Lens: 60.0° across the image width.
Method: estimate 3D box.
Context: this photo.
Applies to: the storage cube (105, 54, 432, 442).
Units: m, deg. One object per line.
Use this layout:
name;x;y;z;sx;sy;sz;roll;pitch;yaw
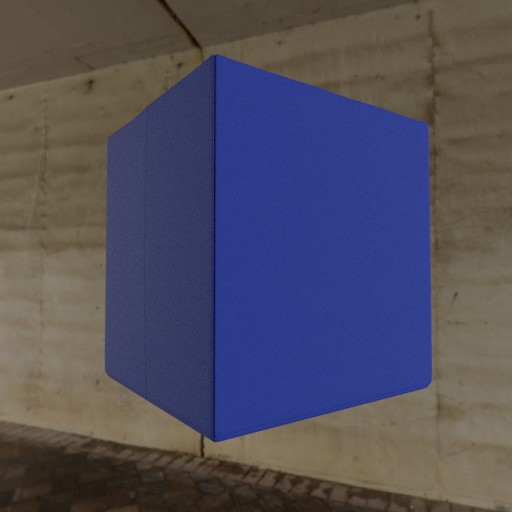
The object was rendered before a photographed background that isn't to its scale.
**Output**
storage cube;0.000;0.000;0.499;0.270;0.280;0.270;1;-2;-35
